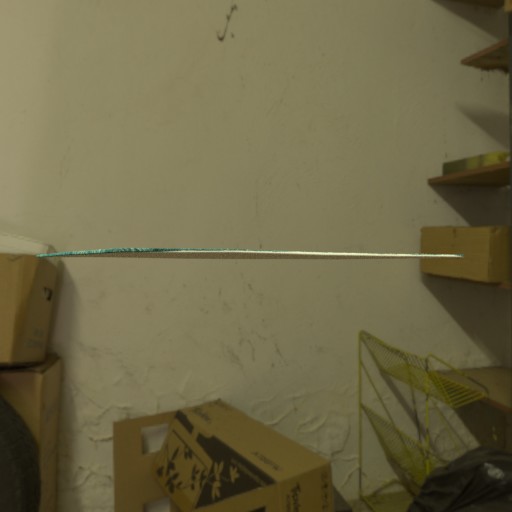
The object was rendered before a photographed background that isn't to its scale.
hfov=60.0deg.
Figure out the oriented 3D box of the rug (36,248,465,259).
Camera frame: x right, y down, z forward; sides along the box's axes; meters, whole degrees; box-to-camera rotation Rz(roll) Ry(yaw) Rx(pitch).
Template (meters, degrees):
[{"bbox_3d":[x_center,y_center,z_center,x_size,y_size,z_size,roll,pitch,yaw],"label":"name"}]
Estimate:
[{"bbox_3d":[0.000,0.000,2.115,1.728,0.017,1.136,1,-1,-36],"label":"rug"}]
